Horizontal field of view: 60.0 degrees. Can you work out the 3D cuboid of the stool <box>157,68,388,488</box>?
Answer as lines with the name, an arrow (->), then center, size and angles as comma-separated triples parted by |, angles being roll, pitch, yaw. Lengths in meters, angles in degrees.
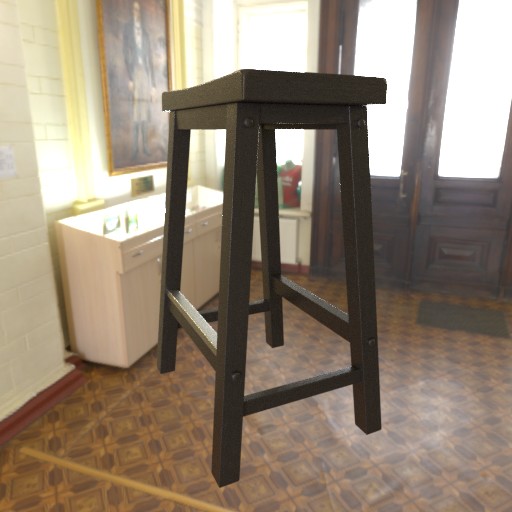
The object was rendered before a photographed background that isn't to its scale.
stool -> 0.000, 0.000, 0.847 | 0.322, 0.610, 0.406 | -8, 18, -25
